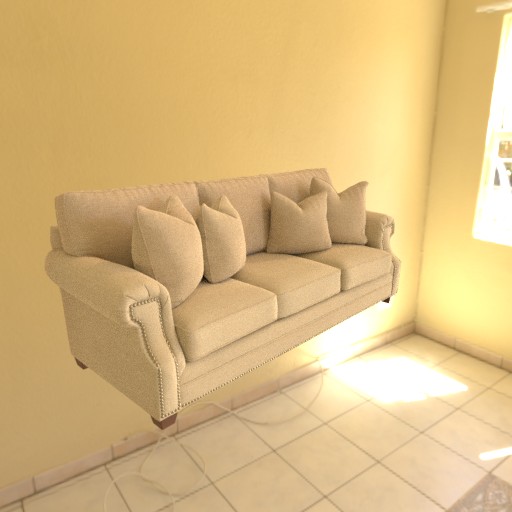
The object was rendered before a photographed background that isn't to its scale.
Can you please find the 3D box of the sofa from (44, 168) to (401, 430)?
[{"bbox_3d":[0.000,0.000,2.818,0.965,0.975,2.312,15,22,42],"label":"sofa"}]
